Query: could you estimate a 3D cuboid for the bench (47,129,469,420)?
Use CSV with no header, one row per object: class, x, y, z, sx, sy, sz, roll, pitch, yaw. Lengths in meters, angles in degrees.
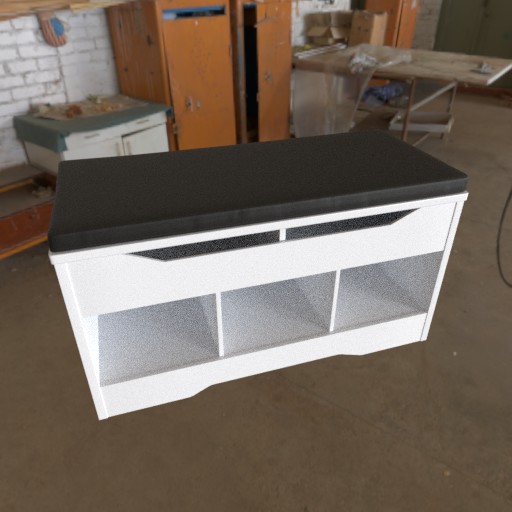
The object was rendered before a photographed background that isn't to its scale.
bench,0.000,0.000,1.170,0.899,0.500,0.401,-10,33,-15
